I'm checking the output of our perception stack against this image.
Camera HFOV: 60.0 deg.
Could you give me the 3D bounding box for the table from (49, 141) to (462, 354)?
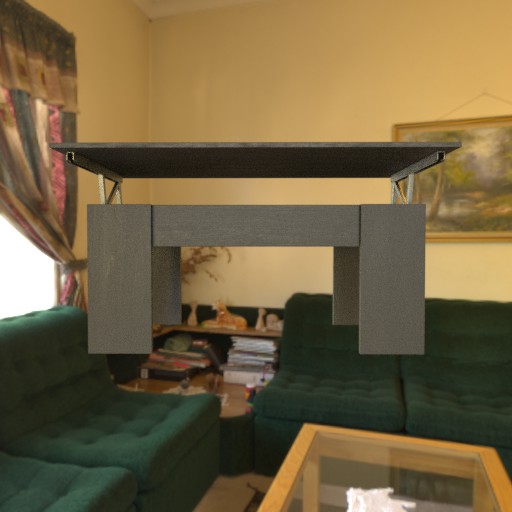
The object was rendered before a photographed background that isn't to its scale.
[{"bbox_3d":[0.000,0.000,1.435,1.000,0.570,0.711,0,1,1],"label":"table"}]
